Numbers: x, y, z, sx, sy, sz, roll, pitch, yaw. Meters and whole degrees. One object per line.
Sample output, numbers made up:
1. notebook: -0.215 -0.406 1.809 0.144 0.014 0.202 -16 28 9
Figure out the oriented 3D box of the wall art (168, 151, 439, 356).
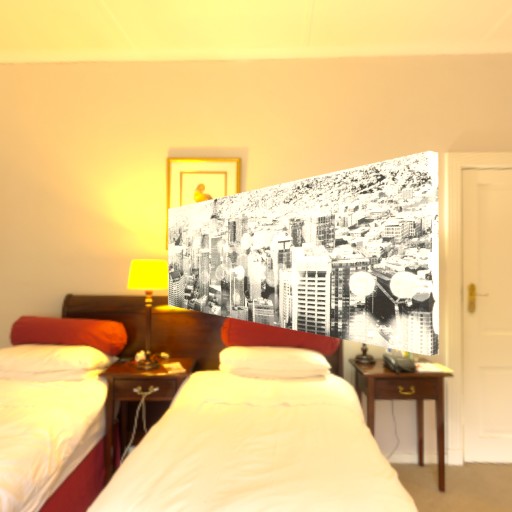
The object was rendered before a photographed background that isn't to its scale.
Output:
1. wall art: 0.000 0.000 1.722 0.044 0.507 1.520 0 -1 -36
